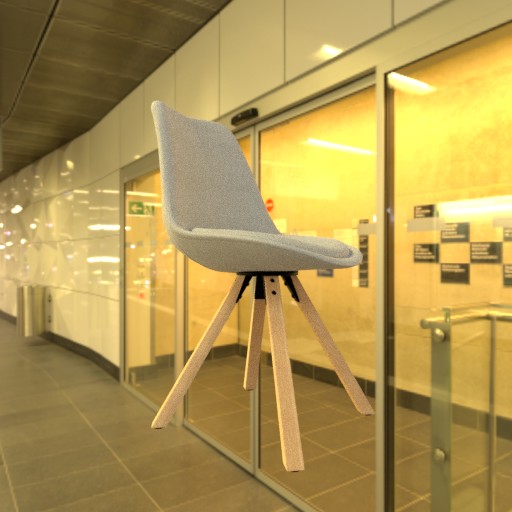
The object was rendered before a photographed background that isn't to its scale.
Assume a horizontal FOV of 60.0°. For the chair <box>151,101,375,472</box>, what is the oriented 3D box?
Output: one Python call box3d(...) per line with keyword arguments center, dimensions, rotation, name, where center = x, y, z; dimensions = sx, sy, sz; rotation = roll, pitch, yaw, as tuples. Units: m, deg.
box3d(center=(0.000, 0.000, 1.186), dimensions=(0.549, 0.863, 0.474), rotation=(0, 0, 36), name="chair")
